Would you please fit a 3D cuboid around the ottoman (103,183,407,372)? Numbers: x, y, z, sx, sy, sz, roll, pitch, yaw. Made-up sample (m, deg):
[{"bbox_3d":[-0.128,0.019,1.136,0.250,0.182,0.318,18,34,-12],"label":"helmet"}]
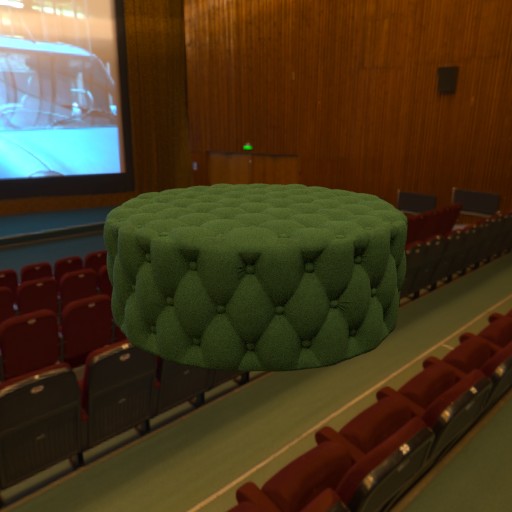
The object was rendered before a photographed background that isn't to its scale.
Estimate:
[{"bbox_3d":[0.000,0.000,1.549,0.998,0.399,0.998,0,17,0],"label":"ottoman"}]
